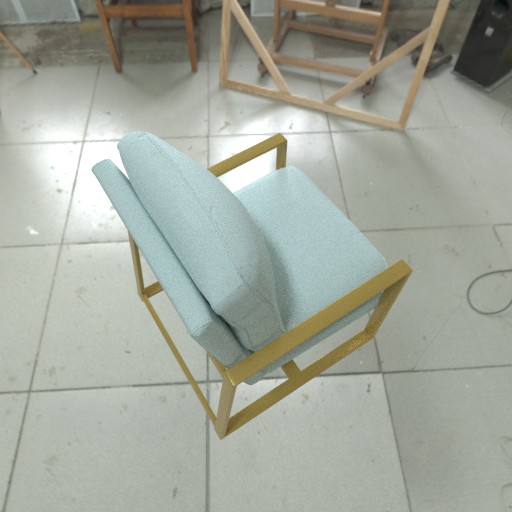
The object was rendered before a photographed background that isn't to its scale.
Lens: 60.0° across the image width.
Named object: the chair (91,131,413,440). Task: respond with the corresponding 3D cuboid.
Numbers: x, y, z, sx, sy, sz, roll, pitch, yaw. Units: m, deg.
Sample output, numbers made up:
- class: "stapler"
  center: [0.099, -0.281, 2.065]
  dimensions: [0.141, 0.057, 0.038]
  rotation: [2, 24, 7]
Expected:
- class: "chair"
  center: [0.000, 0.000, 1.587]
  dimensions: [0.813, 0.956, 0.758]
  rotation: [-28, 62, -17]
